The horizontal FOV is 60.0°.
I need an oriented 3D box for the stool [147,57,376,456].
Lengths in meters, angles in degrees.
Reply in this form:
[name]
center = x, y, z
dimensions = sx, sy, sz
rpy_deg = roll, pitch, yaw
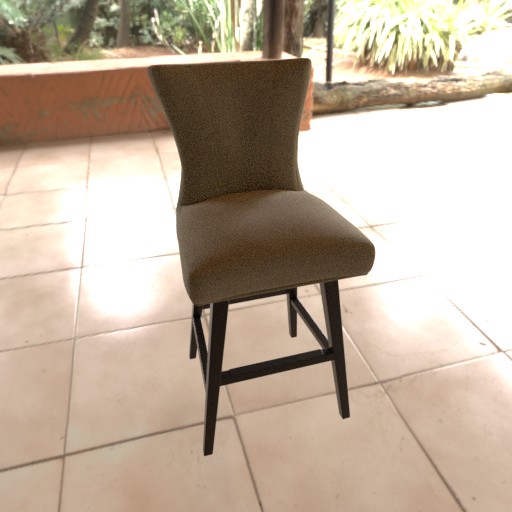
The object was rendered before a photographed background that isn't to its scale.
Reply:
[stool]
center = 0.000, 0.000, 1.411
dimensions = 0.514, 1.086, 0.574
rpy_deg = -9, 33, -14
